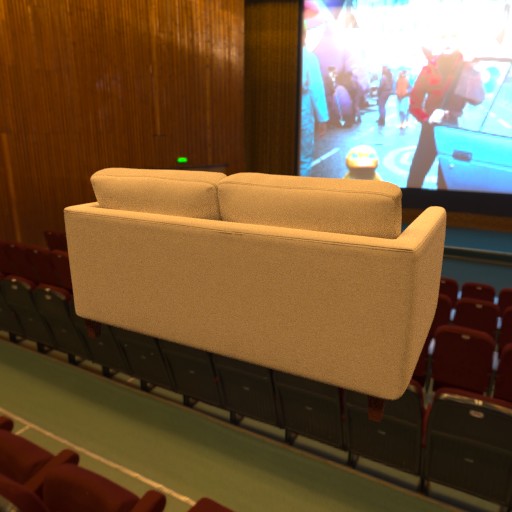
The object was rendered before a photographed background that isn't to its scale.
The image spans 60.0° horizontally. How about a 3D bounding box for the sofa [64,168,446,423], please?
[{"bbox_3d":[0.000,0.000,2.269,1.702,0.888,0.964,8,17,27],"label":"sofa"}]
